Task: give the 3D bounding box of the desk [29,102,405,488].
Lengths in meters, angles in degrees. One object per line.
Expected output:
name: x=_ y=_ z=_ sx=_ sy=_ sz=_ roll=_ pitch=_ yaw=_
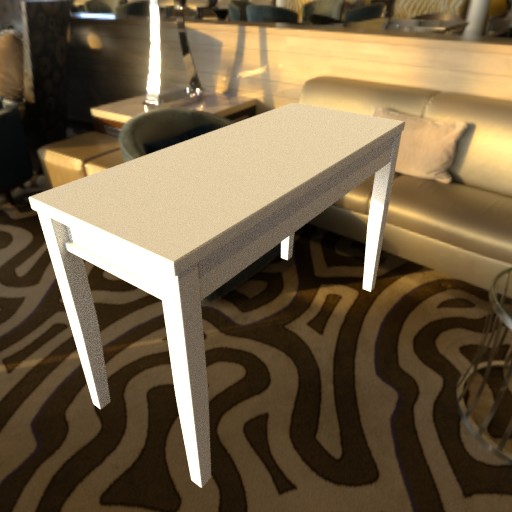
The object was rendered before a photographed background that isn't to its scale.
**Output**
desk: x=0.000 y=0.000 z=1.594 sx=0.508 sy=0.775 sz=1.220 roll=21 pitch=38 yaw=30
